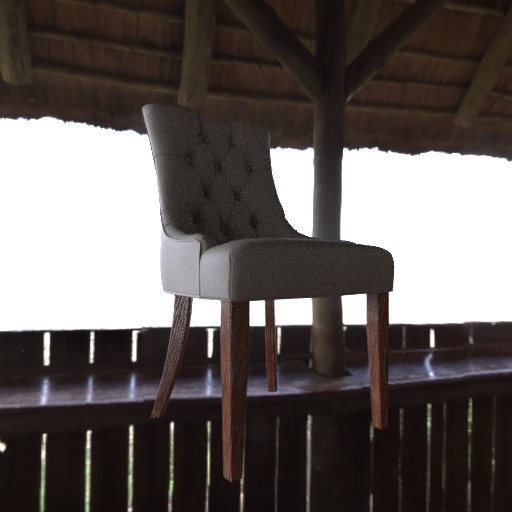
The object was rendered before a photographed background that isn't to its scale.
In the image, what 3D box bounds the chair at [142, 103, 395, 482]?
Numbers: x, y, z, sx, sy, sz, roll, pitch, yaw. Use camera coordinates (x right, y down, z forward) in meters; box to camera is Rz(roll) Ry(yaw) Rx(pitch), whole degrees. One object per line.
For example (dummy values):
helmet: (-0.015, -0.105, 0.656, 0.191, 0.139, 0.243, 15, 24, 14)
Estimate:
chair: (0.000, 0.000, 1.185, 0.509, 0.874, 0.565, 0, -1, -36)
